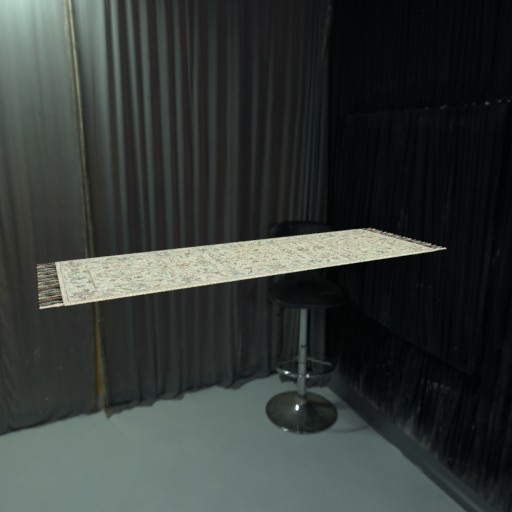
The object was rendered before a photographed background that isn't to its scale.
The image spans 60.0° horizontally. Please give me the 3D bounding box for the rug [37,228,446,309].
[{"bbox_3d":[0.000,0.000,2.744,2.440,0.013,0.769,-7,16,-25],"label":"rug"}]
